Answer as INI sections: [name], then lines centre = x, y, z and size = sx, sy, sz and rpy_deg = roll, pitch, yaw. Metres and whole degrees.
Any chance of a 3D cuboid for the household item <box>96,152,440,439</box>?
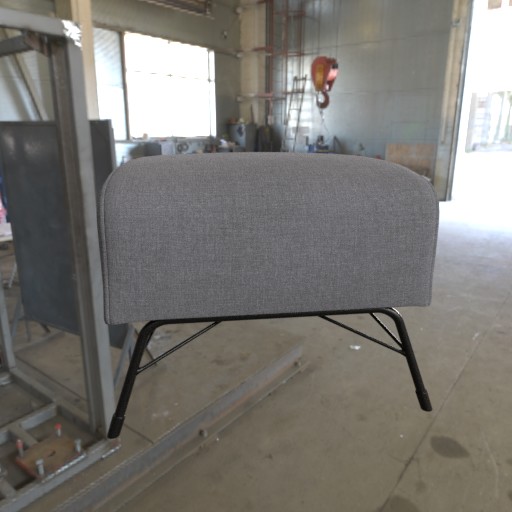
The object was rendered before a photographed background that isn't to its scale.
[household item]
centre = 0.000, 0.000, 0.902
size = 0.530, 0.410, 0.530
rpy_deg = -2, 16, -7
